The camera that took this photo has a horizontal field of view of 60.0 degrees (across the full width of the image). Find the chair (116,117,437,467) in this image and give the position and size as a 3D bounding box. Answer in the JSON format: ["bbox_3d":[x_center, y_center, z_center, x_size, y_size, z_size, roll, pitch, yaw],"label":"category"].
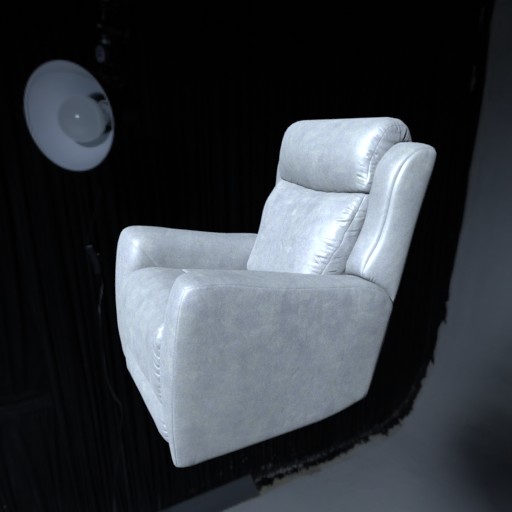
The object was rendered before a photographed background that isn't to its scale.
[{"bbox_3d":[0.000,0.000,1.871,1.068,1.116,0.967,-8,17,-25],"label":"chair"}]
